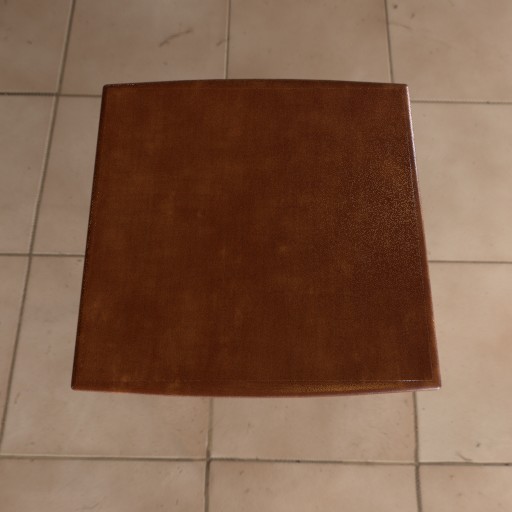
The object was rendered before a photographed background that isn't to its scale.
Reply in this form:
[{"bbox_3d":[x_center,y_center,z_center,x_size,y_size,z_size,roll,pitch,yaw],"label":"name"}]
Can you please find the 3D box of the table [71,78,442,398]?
[{"bbox_3d":[0.000,0.000,1.661,0.991,0.754,0.991,0,74,0],"label":"table"}]
